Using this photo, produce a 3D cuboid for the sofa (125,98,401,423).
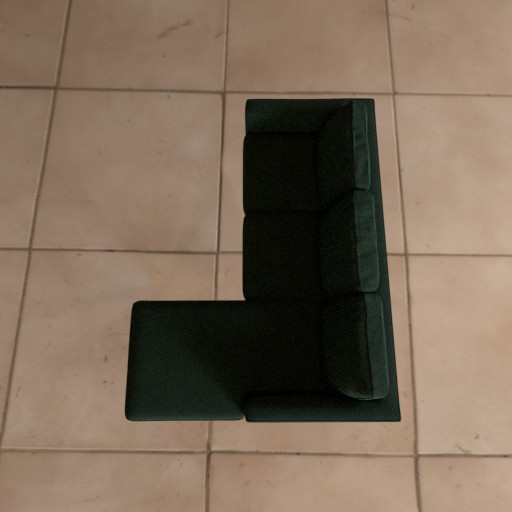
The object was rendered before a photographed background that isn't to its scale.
[{"bbox_3d":[0.000,0.000,2.894,1.580,0.899,2.030,0,75,0],"label":"sofa"}]
